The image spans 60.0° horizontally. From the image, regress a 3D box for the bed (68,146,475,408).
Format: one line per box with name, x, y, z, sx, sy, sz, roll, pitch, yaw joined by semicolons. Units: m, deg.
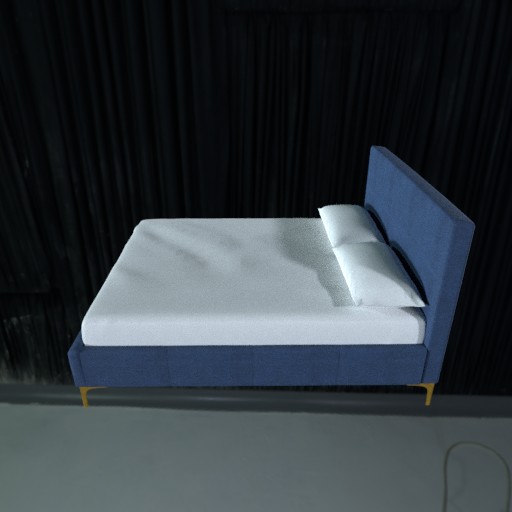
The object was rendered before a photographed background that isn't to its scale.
bed;0.000;0.000;3.209;2.172;1.231;1.723;0;27;-1
